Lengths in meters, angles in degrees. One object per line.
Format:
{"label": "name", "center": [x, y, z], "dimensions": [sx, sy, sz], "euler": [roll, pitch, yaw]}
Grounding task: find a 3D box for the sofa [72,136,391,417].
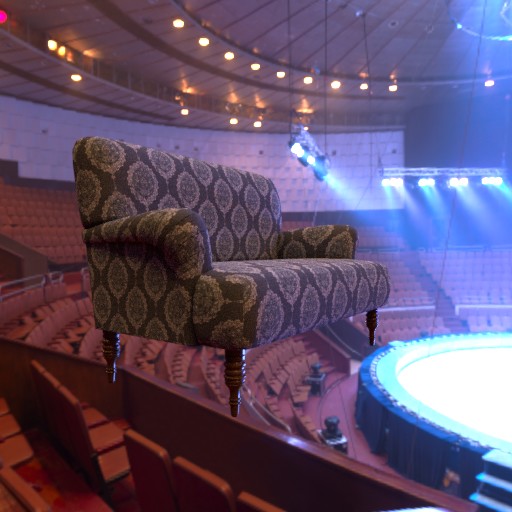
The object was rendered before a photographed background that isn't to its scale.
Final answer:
{"label": "sofa", "center": [0.000, 0.000, 1.838], "dimensions": [0.779, 0.867, 1.297], "euler": [1, 1, 35]}
